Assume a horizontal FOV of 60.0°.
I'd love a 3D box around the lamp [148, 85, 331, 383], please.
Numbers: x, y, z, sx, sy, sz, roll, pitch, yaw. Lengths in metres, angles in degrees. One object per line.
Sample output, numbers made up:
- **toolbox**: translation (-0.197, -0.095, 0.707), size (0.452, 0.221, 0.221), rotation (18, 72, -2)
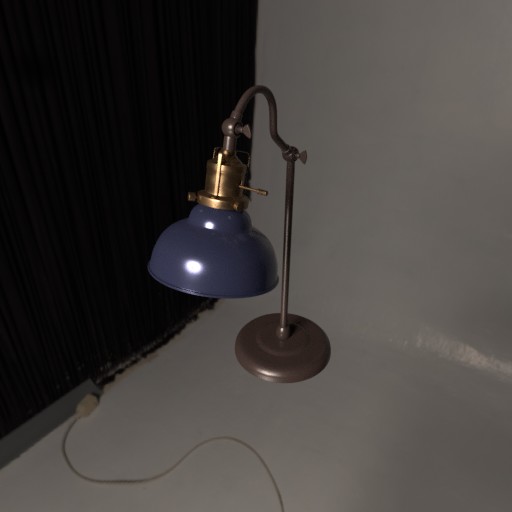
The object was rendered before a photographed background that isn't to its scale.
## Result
- **lamp**: translation (0.000, 0.000, 0.700), size (0.192, 0.508, 0.374), rotation (20, 35, 31)
